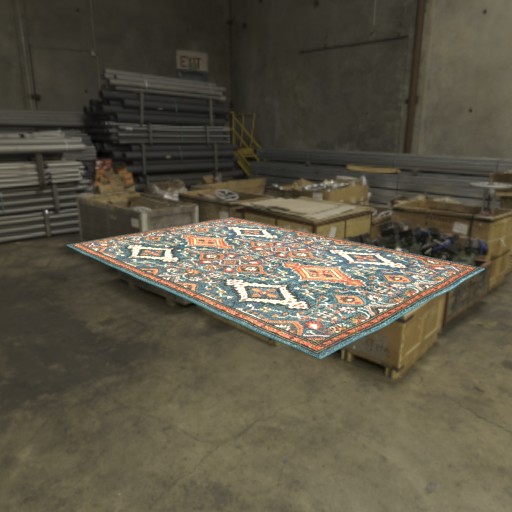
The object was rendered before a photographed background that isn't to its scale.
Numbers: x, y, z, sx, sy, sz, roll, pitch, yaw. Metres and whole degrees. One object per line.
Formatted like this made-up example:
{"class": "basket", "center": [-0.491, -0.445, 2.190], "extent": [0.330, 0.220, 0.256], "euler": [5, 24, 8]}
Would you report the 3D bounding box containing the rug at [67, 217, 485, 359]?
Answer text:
{"class": "rug", "center": [0.000, 0.000, 2.971], "extent": [1.622, 0.009, 2.373], "euler": [-14, 21, -42]}
